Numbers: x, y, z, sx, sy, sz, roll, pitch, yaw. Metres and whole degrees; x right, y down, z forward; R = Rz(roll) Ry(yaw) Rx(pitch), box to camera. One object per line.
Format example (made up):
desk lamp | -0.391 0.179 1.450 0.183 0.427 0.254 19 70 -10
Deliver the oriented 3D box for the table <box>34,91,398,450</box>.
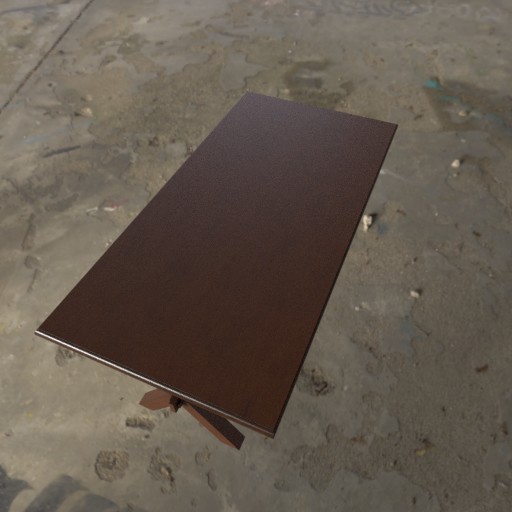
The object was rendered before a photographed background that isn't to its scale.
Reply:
table | 0.000 0.000 1.471 0.594 0.459 1.197 18 51 15
